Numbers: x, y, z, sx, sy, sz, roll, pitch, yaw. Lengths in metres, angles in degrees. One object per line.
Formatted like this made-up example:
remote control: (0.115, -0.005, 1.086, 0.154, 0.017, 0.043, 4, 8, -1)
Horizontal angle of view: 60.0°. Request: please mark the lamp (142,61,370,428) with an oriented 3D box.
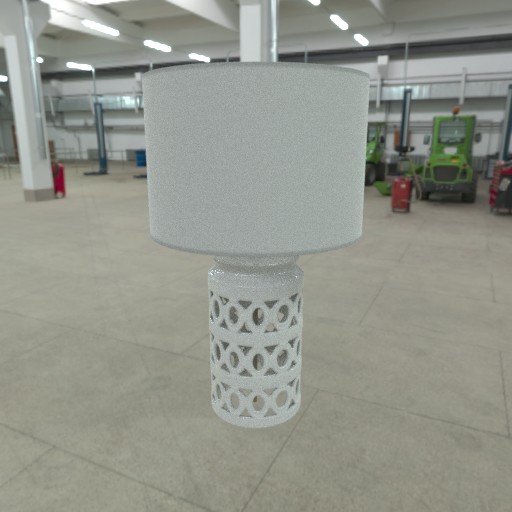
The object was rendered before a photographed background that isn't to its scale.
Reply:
lamp: (0.000, 0.000, 0.676, 0.310, 0.502, 0.310, 0, 15, 0)
